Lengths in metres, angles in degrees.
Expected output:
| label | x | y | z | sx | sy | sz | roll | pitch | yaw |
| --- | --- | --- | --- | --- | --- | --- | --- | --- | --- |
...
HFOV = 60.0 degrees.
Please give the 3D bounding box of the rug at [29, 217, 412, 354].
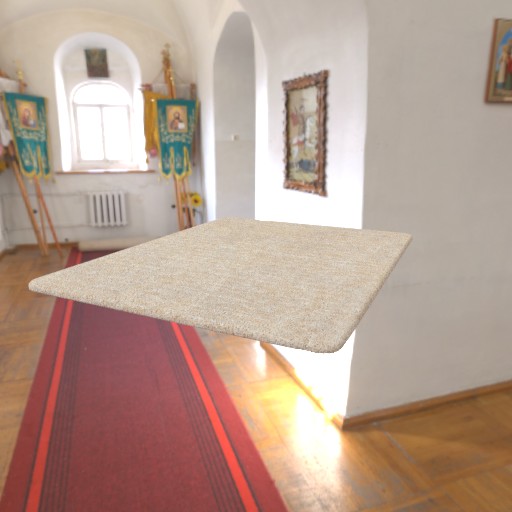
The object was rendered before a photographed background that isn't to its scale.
| label | x | y | z | sx | sy | sz | roll | pitch | yaw |
| --- | --- | --- | --- | --- | --- | --- | --- | --- | --- |
| rug | 0.000 | 0.000 | 3.419 | 2.009 | 0.048 | 2.528 | 7 | 17 | 25 |
